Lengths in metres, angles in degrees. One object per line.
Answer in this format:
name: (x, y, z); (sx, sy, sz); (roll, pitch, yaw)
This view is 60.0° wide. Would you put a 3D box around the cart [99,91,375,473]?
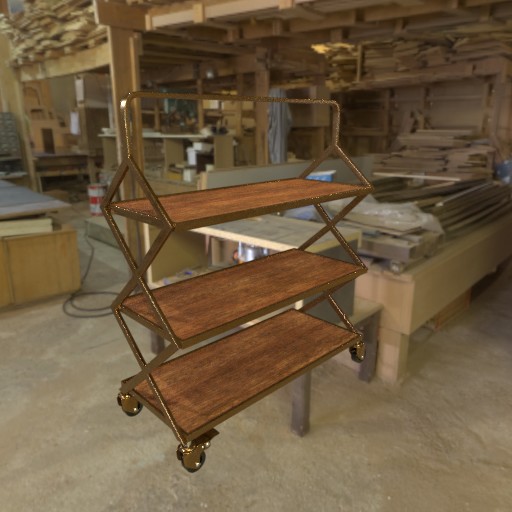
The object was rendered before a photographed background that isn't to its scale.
cart: (0.000, 0.000, 1.190); (0.723, 0.805, 0.313); (-16, 23, -42)
